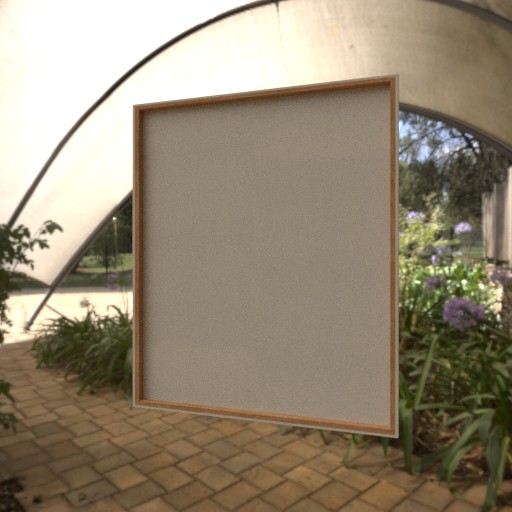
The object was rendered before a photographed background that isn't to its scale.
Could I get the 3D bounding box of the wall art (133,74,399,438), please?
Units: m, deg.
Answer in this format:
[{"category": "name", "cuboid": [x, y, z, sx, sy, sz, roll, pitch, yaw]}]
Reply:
[{"category": "wall art", "cuboid": [0.000, 0.000, 0.828, 0.508, 0.606, 0.037, 0, 0, 17]}]
